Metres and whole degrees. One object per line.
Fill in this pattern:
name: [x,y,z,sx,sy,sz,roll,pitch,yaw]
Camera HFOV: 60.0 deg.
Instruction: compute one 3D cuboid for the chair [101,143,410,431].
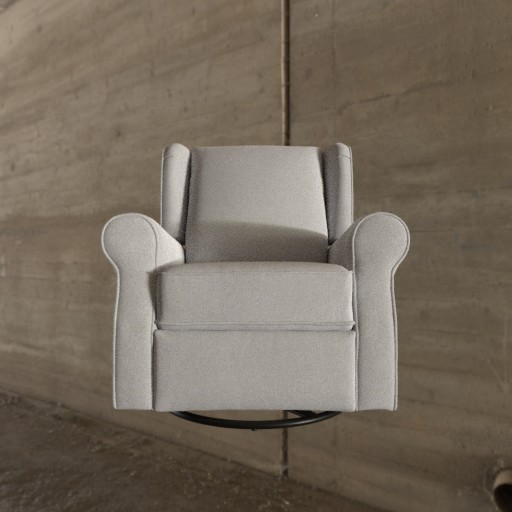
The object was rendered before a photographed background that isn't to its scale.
chair: [0.000,0.000,1.645,0.906,0.967,0.854,0,0,1]
